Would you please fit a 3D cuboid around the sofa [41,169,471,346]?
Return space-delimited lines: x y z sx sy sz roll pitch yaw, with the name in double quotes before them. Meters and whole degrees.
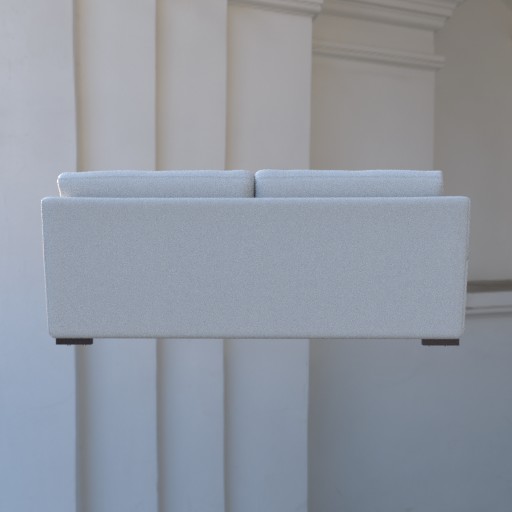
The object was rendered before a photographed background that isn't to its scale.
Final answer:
"sofa" 0.000 0.000 2.791 2.261 0.940 1.143 0 0 1
